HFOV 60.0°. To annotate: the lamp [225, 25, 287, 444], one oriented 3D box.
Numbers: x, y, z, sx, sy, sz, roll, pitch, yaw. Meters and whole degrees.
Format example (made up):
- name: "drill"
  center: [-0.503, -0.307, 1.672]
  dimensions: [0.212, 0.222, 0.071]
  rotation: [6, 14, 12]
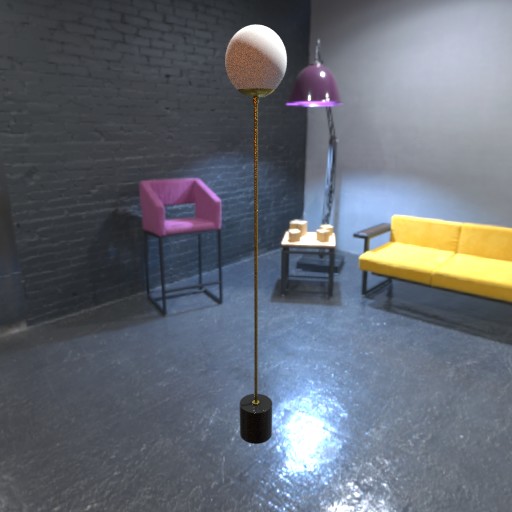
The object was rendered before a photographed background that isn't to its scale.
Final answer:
- name: "lamp"
  center: [0.000, 0.000, 1.858]
  dimensions: [0.229, 1.748, 0.229]
  rotation: [15, 22, 42]
